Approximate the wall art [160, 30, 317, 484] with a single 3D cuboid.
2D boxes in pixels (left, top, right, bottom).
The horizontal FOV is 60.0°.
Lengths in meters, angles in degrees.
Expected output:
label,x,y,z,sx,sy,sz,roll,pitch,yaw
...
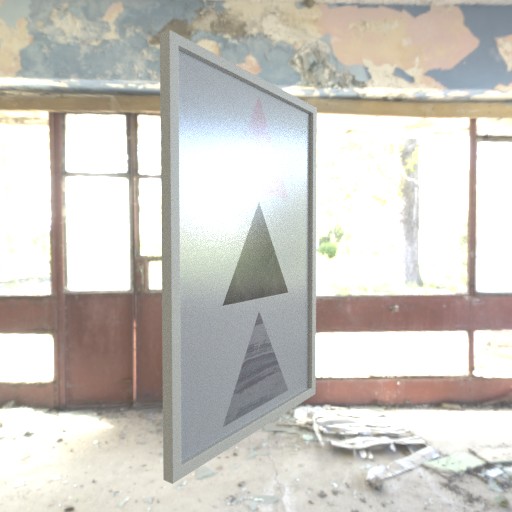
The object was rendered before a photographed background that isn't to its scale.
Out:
label,x,y,z,sx,sy,sz,roll,pitch,yaw
wall art,0.000,0.000,0.550,0.013,0.433,0.303,2,3,35
